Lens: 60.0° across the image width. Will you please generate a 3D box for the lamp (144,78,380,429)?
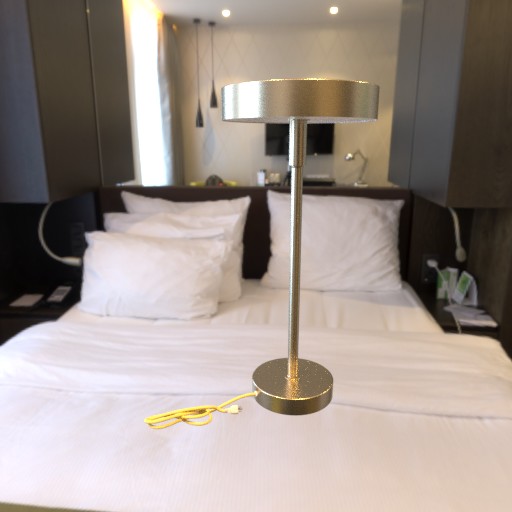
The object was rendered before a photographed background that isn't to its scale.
[{"bbox_3d":[0.000,0.000,0.683,0.369,0.508,0.229,-7,16,-25],"label":"lamp"}]
